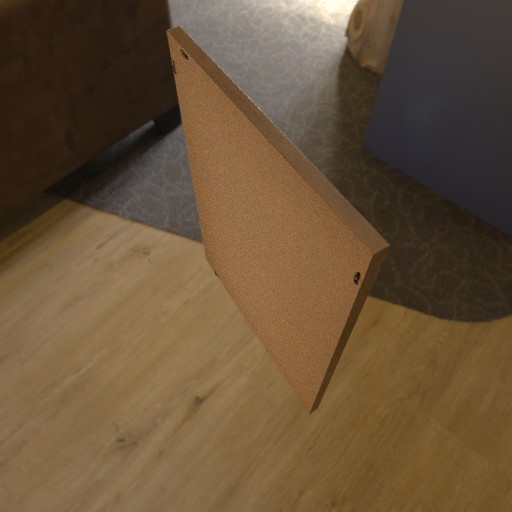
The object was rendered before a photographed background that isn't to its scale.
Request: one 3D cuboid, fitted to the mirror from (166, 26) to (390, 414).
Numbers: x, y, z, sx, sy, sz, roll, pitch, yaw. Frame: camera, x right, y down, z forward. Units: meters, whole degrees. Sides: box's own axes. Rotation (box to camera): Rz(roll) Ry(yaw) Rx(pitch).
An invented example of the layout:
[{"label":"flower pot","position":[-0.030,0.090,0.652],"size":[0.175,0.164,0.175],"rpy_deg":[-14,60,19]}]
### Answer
[{"label":"mirror","position":[0.000,0.000,1.315],"size":[0.041,1.016,0.762],"rpy_deg":[-28,61,-17]}]
